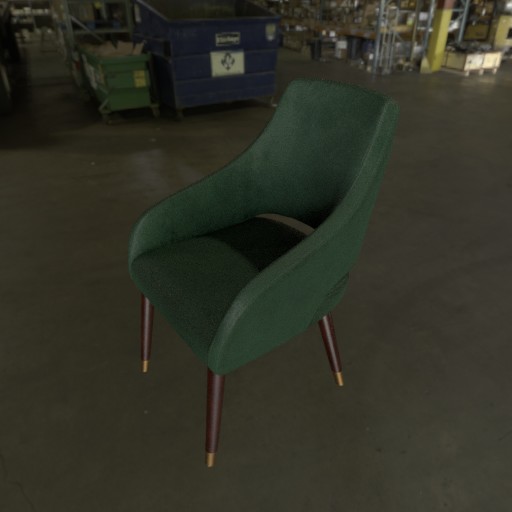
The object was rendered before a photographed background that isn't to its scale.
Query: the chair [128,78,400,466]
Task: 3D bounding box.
[{"bbox_3d":[0.000,0.000,1.571,0.794,1.081,0.683,-21,37,-30],"label":"chair"}]
